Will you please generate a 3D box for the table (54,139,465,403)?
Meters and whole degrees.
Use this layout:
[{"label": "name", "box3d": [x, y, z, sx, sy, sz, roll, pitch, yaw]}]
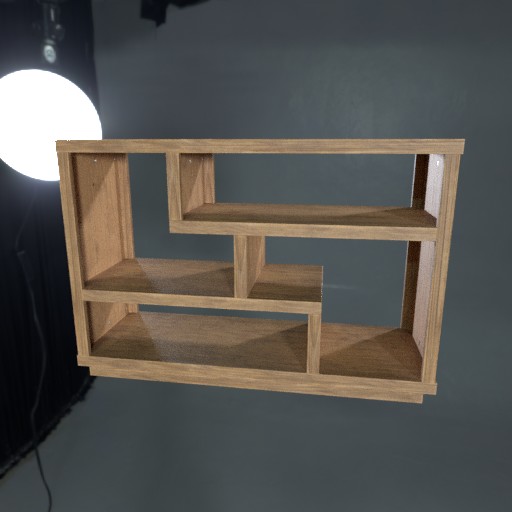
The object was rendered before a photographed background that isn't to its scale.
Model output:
[{"label": "table", "box3d": [0.000, 0.000, 1.516, 1.151, 0.771, 0.410, 2, 15, 9]}]
